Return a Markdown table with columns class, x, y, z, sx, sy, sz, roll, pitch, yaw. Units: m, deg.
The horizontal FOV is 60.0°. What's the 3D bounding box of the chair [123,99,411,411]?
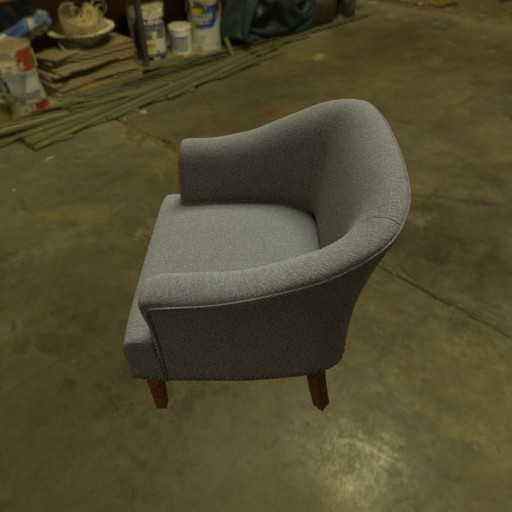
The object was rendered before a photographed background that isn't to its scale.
| class | x | y | z | sx | sy | sz | roll | pitch | yaw |
| --- | --- | --- | --- | --- | --- | --- | --- | --- | --- |
| chair | 0.000 | 0.000 | 1.387 | 0.704 | 0.815 | 0.798 | 0 | 42 | 0 |
